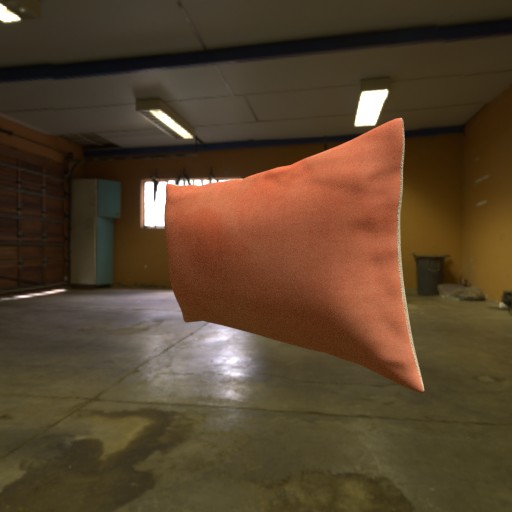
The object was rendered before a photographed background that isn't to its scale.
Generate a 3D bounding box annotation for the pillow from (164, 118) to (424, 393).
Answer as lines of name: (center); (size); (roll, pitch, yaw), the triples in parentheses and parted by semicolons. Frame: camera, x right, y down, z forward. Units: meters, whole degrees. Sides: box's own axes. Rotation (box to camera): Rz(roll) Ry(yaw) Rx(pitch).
pillow: (0.000, 0.000, 0.739); (0.155, 0.307, 0.608); (-1, 1, -36)
